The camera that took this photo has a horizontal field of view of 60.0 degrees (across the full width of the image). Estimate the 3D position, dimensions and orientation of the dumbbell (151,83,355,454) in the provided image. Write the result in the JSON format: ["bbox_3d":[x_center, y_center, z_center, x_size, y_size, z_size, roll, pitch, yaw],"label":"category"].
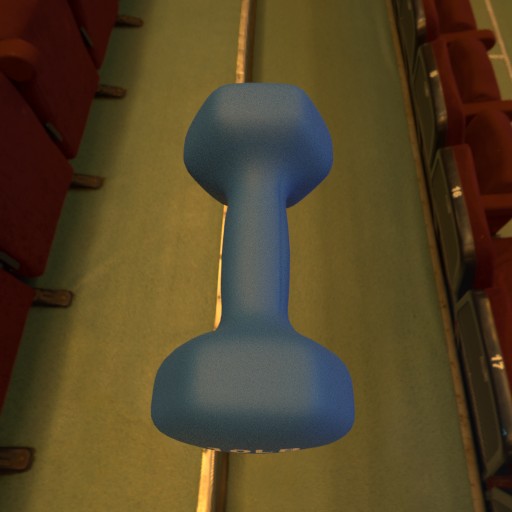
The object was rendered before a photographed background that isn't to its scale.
[{"bbox_3d":[0.000,0.000,0.261,0.103,0.093,0.212,2,61,1],"label":"dumbbell"}]
